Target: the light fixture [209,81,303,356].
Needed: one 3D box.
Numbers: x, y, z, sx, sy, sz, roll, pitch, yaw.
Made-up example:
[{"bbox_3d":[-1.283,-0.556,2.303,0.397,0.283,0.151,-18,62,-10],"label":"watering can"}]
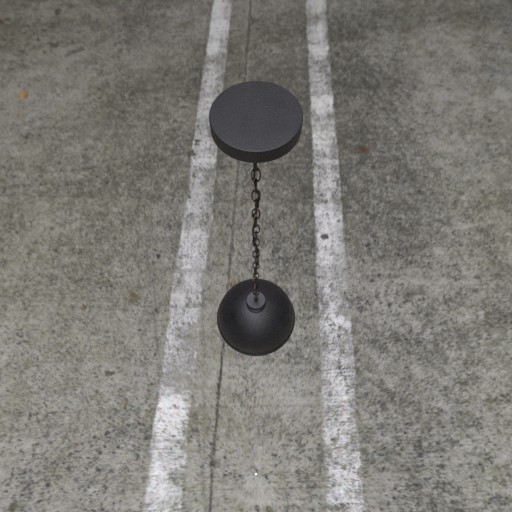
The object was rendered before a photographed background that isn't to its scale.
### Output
[{"bbox_3d":[0.000,0.000,1.242,0.304,1.090,0.304,1,64,1],"label":"light fixture"}]
